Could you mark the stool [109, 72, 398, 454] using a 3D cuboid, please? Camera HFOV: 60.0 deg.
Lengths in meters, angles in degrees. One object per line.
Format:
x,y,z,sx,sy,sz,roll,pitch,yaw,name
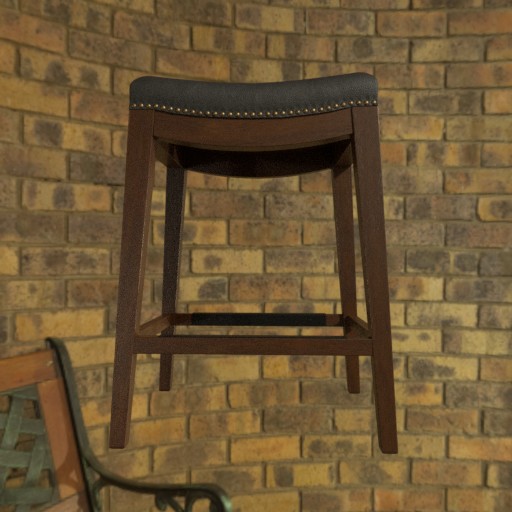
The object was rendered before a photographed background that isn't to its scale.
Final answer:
0.000,0.000,0.927,0.490,0.664,0.353,0,0,2,stool
